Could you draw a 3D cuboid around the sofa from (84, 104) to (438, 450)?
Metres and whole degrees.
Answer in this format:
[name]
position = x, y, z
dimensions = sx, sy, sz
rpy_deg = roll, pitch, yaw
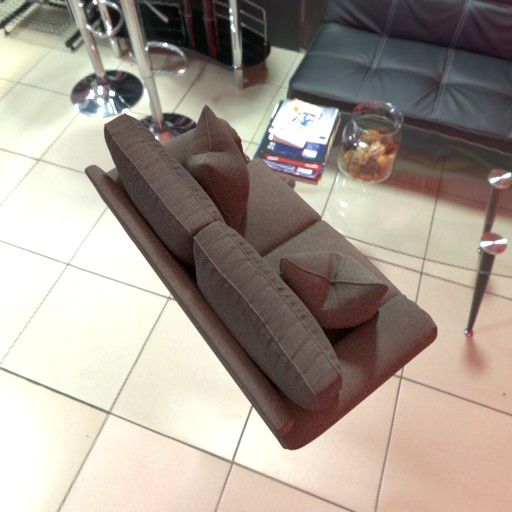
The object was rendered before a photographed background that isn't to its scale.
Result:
[sofa]
position = 0.000, 0.000, 2.239
dimensions = 0.966, 0.966, 1.701
rpy_deg = -32, 63, -19
